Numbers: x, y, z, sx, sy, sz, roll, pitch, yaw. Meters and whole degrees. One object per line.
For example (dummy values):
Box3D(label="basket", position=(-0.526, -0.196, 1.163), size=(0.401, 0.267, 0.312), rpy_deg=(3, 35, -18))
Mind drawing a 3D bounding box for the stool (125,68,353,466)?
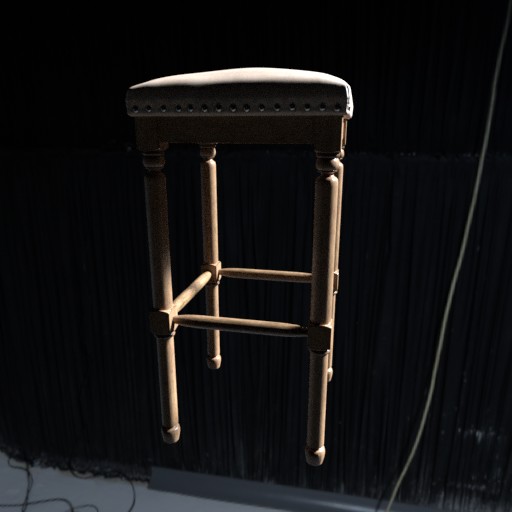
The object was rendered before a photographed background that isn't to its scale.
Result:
Box3D(label="stool", position=(0.000, 0.000, 0.986), size=(0.382, 0.768, 0.383), rpy_deg=(3, 17, 12))
